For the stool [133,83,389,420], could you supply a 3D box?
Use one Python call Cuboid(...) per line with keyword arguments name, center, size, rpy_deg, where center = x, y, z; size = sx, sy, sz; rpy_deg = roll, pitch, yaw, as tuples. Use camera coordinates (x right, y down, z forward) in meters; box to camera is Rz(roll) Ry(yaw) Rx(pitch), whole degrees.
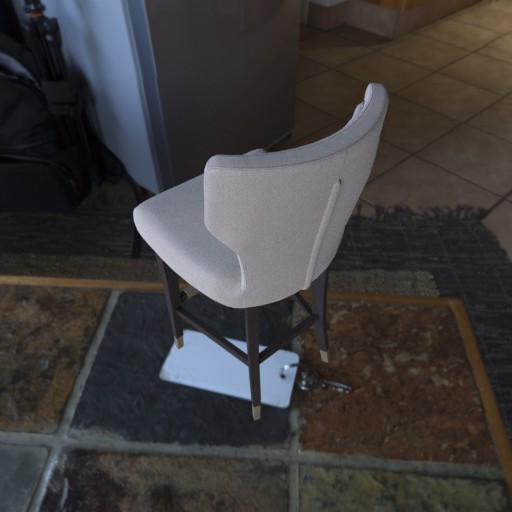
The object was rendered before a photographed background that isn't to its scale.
Cuboid(name="stool", center=(0.000, 0.000, 1.396), size=(0.526, 1.092, 0.563), rpy_deg=(-31, 54, -26))
